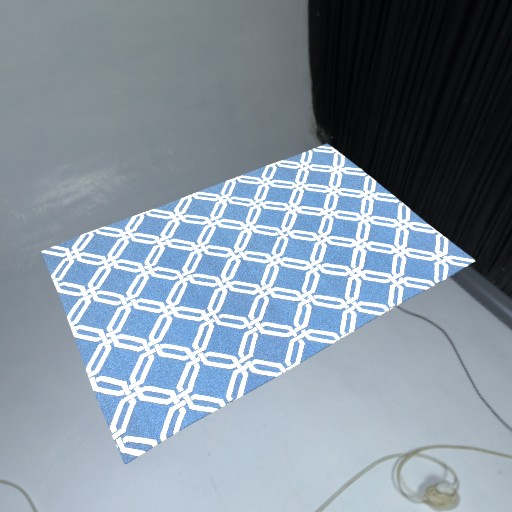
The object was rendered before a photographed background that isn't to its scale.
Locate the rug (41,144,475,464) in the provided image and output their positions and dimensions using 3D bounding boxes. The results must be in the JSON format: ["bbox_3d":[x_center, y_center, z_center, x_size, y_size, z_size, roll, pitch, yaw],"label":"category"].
[{"bbox_3d":[0.000,0.000,2.121,1.755,0.010,1.153,-25,52,-21],"label":"rug"}]
